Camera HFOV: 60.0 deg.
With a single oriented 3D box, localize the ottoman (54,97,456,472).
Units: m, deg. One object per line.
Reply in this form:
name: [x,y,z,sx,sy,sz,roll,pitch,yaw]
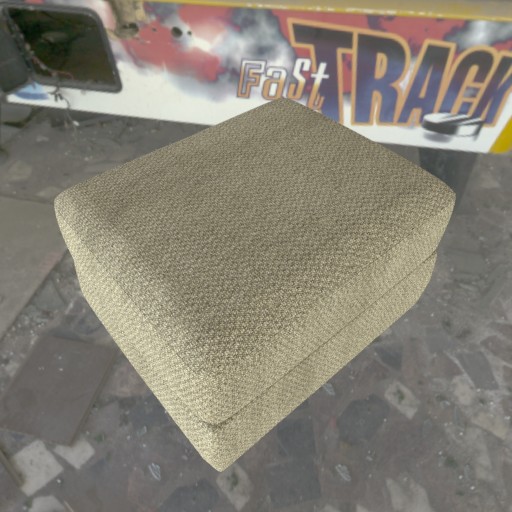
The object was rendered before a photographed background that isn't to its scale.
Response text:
ottoman: [0.000,0.000,1.110,0.751,0.476,0.603,-32,54,-26]
